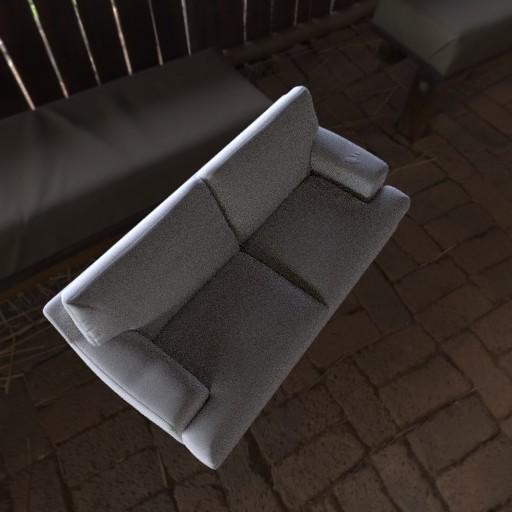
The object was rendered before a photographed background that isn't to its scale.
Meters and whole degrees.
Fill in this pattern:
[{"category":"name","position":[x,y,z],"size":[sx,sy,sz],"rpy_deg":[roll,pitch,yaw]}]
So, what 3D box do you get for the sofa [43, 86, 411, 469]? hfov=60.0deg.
[{"category":"sofa","position":[0.000,0.000,2.805],"size":[1.143,0.940,2.261],"rpy_deg":[33,64,19]}]
